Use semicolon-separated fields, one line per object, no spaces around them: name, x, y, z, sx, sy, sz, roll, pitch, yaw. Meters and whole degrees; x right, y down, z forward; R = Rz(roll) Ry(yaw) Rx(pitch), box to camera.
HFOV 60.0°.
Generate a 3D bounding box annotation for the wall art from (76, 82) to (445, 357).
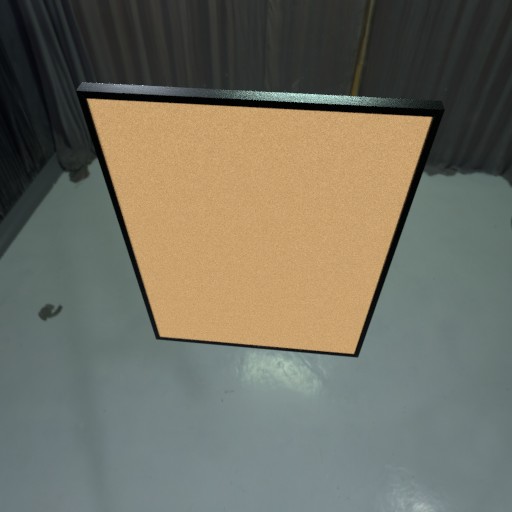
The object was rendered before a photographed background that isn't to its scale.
wall art;0.000;0.000;1.371;0.805;1.062;0.040;4;48;4
